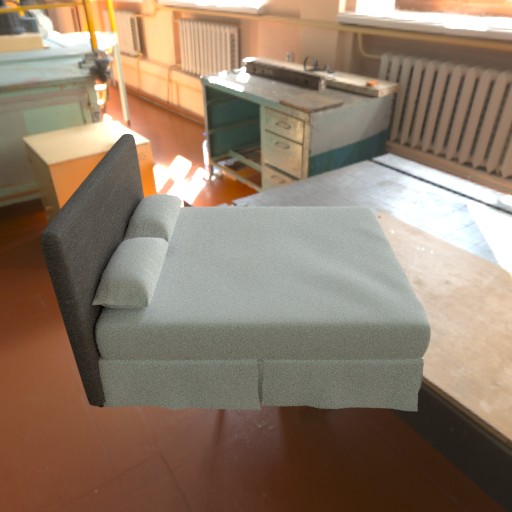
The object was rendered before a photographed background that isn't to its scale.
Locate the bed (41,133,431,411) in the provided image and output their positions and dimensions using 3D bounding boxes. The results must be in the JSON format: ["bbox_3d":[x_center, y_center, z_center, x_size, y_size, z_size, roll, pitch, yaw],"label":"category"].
[{"bbox_3d":[0.000,0.000,3.195,2.142,1.330,1.723,0,32,0],"label":"bed"}]
